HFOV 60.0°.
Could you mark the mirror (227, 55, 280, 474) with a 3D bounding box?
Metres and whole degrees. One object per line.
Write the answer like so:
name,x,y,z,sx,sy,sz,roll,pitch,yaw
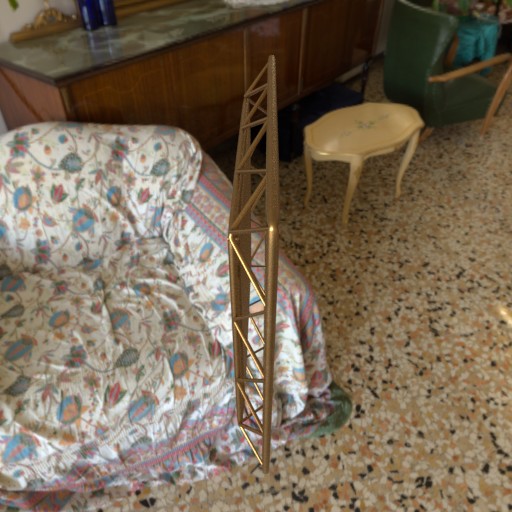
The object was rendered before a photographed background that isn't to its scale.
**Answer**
mirror,0.000,0.000,0.612,0.046,0.414,0.416,1,40,1
